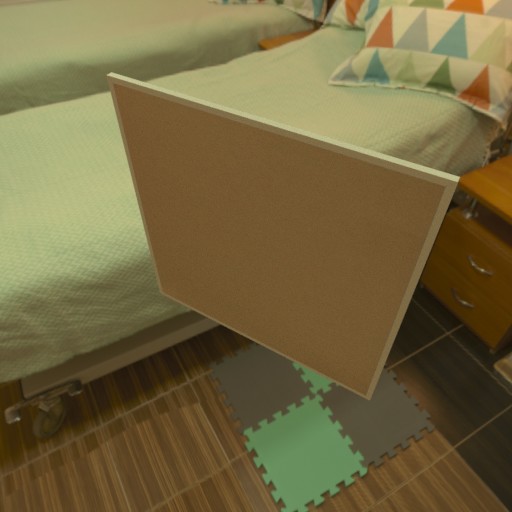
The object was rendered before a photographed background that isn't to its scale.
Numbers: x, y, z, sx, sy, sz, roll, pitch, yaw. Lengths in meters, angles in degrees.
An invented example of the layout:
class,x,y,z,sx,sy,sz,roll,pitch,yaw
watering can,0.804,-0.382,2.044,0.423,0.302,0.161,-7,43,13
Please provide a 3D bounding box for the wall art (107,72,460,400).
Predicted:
class,x,y,z,sx,sy,sz,roll,pitch,yaw
wall art,0.000,0.000,0.822,0.557,0.557,0.012,23,50,21
